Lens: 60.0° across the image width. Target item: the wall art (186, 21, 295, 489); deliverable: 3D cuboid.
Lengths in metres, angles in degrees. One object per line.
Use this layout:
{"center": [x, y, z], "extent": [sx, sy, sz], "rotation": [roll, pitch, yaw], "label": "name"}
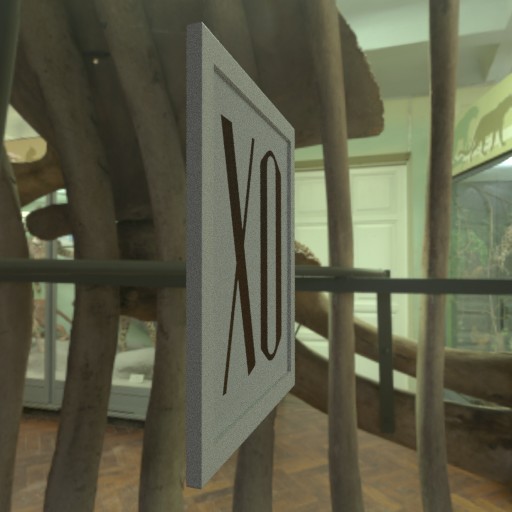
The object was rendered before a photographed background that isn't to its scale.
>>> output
{"center": [0.000, 0.000, 0.721], "extent": [0.020, 0.536, 0.444], "rotation": [0, 0, 19], "label": "wall art"}
